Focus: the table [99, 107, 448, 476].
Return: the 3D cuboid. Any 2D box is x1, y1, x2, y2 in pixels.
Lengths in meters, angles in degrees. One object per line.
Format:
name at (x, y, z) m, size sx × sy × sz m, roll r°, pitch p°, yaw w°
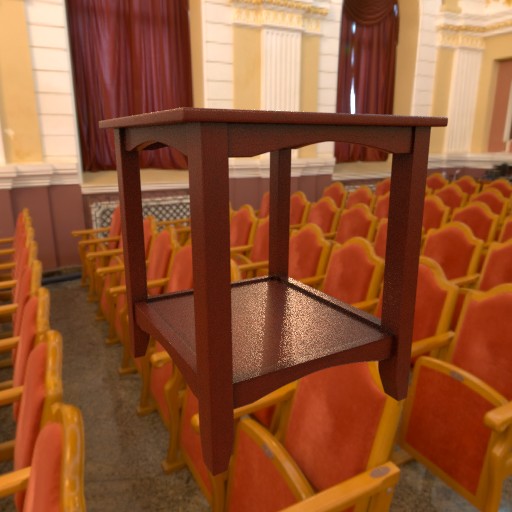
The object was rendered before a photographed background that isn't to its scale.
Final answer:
table at (0.000, 0.000, 0.946) m, size 0.522 × 0.558 × 0.523 m, roll -8°, pitch 17°, yaw -27°
